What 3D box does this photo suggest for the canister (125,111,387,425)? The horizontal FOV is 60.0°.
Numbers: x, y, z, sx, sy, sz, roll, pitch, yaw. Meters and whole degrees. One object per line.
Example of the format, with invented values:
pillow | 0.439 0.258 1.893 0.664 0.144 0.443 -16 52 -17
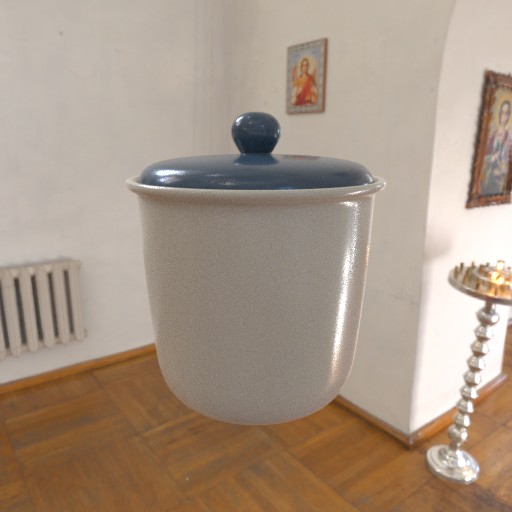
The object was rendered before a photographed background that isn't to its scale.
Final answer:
canister | 0.000 0.000 0.335 0.182 0.208 0.182 0 15 0
